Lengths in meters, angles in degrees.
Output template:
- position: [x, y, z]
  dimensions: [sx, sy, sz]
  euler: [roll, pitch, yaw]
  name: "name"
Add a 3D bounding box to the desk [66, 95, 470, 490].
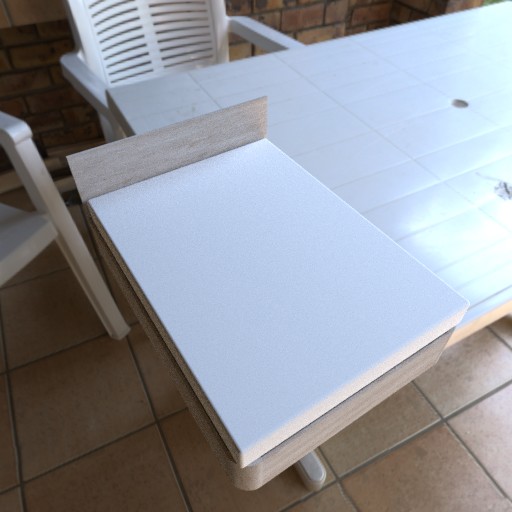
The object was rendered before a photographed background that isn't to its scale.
- position: [0.000, 0.000, 2.568]
  dimensions: [1.400, 0.800, 1.900]
  euler: [-25, 51, -22]
  name: "desk"
